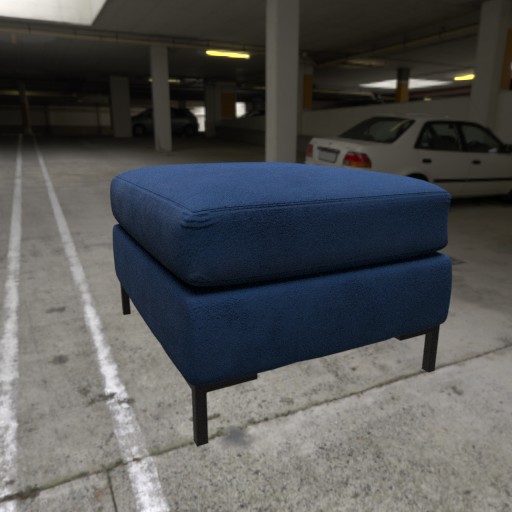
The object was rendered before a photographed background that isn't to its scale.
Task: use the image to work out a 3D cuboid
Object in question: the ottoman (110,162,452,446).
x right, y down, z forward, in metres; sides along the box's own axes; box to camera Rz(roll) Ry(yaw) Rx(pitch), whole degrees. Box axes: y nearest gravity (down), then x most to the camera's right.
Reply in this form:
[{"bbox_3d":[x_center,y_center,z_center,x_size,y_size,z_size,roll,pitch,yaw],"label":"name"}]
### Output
[{"bbox_3d":[0.000,0.000,1.215,0.655,0.485,0.794,-7,17,-26],"label":"ottoman"}]
